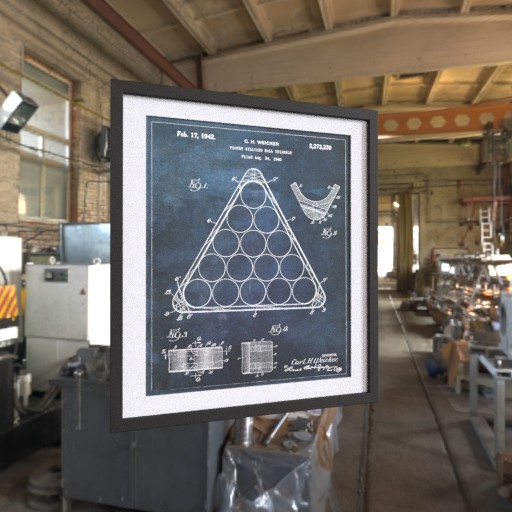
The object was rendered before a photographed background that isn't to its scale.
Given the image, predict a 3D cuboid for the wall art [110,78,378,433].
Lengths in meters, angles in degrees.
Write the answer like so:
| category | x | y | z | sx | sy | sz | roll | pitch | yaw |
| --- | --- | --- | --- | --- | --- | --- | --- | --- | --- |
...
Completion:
| category | x | y | z | sx | sy | sz | roll | pitch | yaw |
| --- | --- | --- | --- | --- | --- | --- | --- | --- | --- |
| wall art | 0.000 | 0.000 | 1.207 | 0.755 | 0.863 | 0.028 | 0 | 0 | -18 |
